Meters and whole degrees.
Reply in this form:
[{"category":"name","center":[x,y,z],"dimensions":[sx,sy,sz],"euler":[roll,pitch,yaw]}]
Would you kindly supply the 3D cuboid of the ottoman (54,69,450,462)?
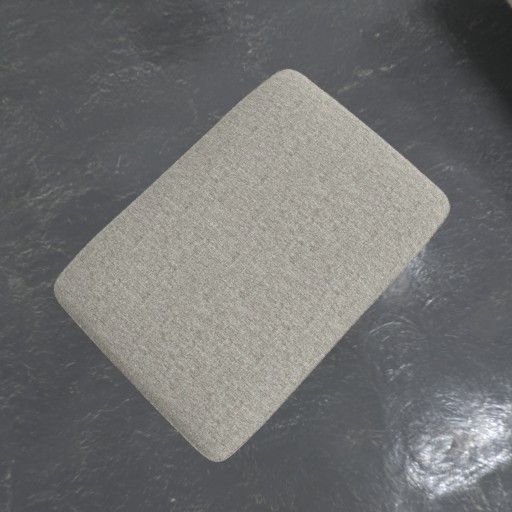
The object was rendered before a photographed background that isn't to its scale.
[{"category":"ottoman","center":[0.000,0.000,1.360],"dimensions":[0.694,0.451,0.977],"euler":[43,81,9]}]
